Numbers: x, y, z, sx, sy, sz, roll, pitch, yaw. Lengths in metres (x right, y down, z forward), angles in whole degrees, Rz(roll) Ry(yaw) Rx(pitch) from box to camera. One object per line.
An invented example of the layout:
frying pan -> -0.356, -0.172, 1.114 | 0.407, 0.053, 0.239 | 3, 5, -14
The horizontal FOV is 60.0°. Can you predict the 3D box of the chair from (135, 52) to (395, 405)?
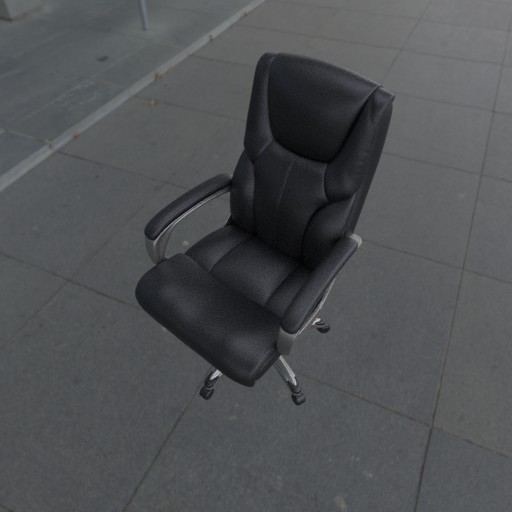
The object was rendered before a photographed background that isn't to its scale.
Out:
chair -> 0.000, 0.000, 1.572 | 0.663, 1.155, 0.739 | 31, 54, 26
